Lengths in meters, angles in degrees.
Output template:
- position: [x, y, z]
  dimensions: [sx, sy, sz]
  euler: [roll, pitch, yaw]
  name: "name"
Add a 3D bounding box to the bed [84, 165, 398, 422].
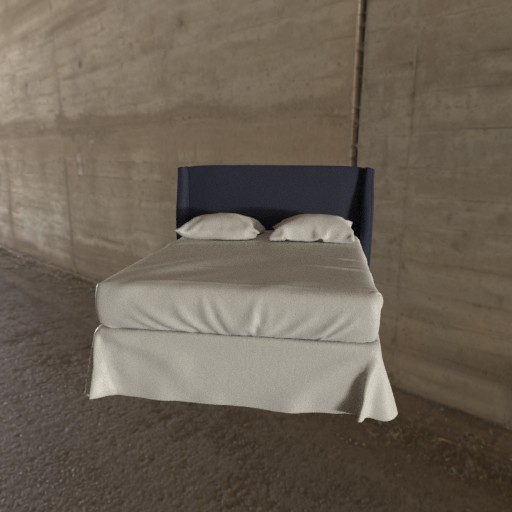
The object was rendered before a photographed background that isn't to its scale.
- position: [0.000, 0.000, 3.433]
  dimensions: [1.925, 1.332, 2.276]
  euler: [2, 13, 9]
  name: "bed"
